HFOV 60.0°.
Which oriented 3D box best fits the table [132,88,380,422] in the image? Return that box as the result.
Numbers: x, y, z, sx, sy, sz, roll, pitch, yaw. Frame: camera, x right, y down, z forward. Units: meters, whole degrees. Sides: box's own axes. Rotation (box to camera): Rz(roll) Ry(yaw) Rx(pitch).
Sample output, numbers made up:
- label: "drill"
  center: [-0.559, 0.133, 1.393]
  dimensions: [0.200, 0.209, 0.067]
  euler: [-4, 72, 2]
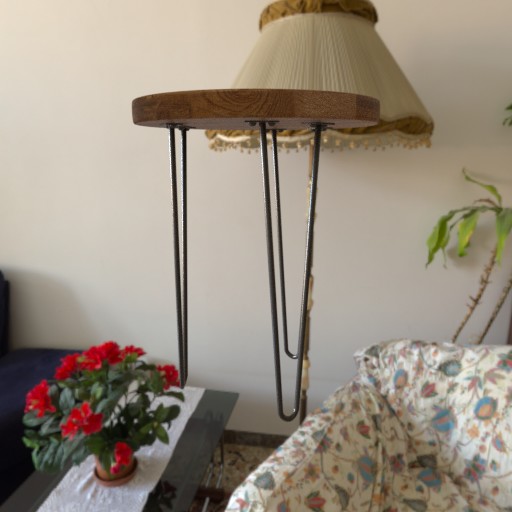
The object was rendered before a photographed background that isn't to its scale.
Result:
- label: "table"
  center: [0.000, 0.000, 0.798]
  dimensions: [0.400, 0.520, 0.400]
  euler: [0, 14, 0]
